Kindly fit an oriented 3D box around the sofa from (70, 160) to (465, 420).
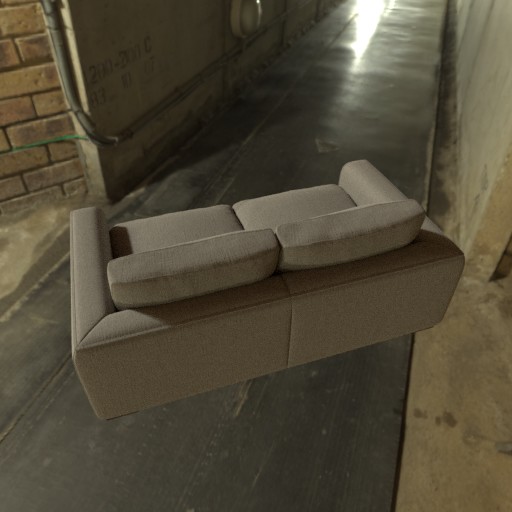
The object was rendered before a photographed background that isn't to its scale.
[{"bbox_3d":[0.000,0.000,2.459,1.920,0.800,1.069,-12,43,-14],"label":"sofa"}]
